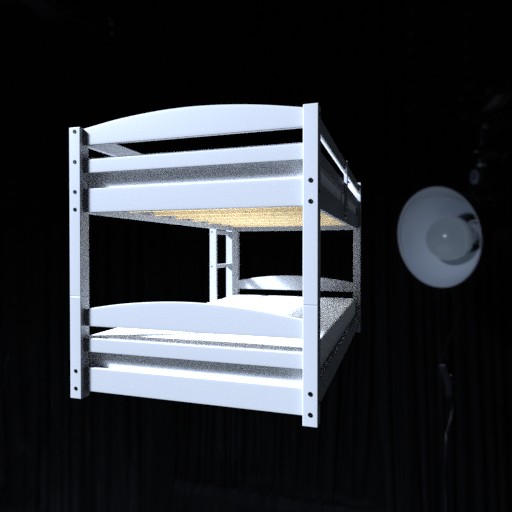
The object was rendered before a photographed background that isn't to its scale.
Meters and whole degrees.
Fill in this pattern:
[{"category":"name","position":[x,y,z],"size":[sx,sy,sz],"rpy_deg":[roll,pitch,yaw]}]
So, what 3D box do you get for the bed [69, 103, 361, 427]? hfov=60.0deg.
[{"category":"bed","position":[0.000,0.000,2.707],"size":[1.105,1.206,2.013],"rpy_deg":[0,1,18]}]
